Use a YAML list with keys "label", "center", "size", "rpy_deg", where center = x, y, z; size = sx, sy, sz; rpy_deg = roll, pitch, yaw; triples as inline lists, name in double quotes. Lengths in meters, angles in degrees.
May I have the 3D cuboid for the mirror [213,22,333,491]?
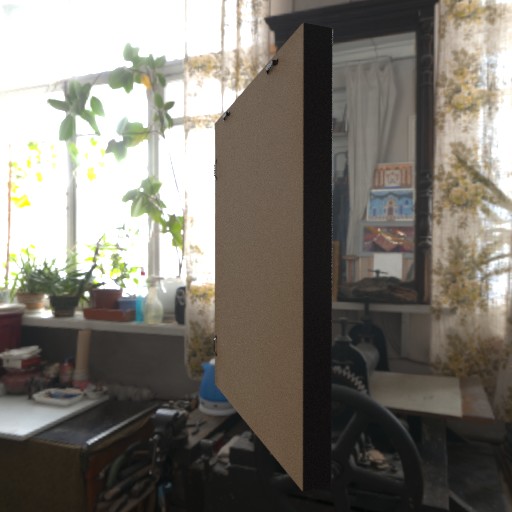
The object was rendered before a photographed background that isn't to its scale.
- label: "mirror"
  center: [0.000, 0.000, 0.675]
  size: [0.041, 0.508, 0.405]
  rpy_deg: [0, 1, -19]
